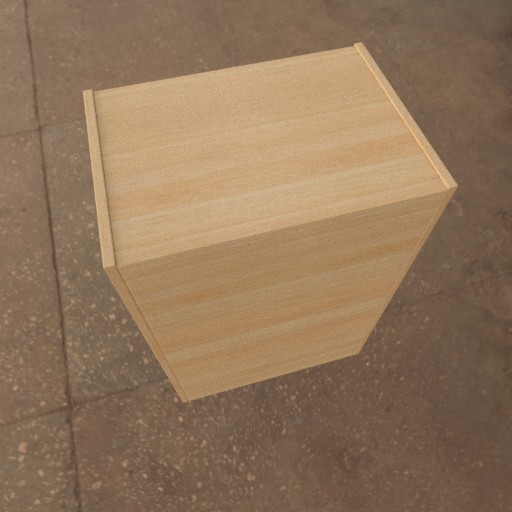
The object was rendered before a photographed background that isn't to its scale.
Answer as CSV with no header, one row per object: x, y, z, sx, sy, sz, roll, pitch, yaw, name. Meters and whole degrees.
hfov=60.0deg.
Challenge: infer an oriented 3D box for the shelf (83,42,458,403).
0.000,0.000,0.814,0.414,0.592,0.290,-13,60,-8,shelf
